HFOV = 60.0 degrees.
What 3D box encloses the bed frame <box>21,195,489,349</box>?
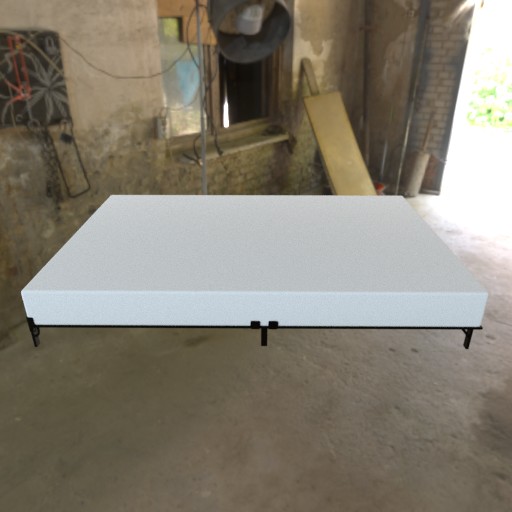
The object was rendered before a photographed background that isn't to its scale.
[{"bbox_3d":[0.000,0.000,3.751,2.987,0.440,1.930,0,26,0],"label":"bed frame"}]
